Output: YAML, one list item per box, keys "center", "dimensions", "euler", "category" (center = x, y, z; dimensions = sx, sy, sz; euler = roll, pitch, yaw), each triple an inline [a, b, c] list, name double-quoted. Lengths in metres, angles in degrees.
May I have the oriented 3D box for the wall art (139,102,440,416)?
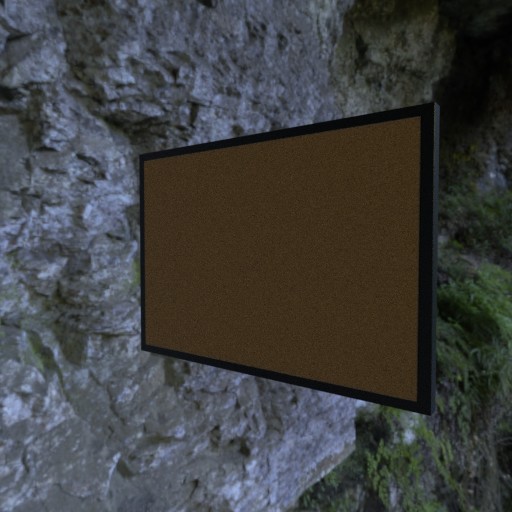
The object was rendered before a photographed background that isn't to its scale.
- center: [0.000, 0.000, 0.849]
  dimensions: [0.657, 0.458, 0.027]
  euler: [1, 3, 37]
  category: "wall art"
